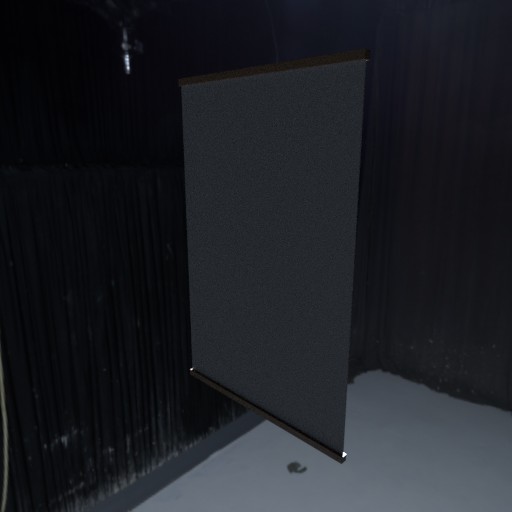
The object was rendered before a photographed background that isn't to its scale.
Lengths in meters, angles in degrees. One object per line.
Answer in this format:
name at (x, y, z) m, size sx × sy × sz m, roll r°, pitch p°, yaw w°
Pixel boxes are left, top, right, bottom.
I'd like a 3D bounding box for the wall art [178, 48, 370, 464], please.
wall art at (0.000, 0.000, 1.917) m, size 0.030 × 1.519 × 0.990 m, roll -14°, pitch 20°, yaw -43°
